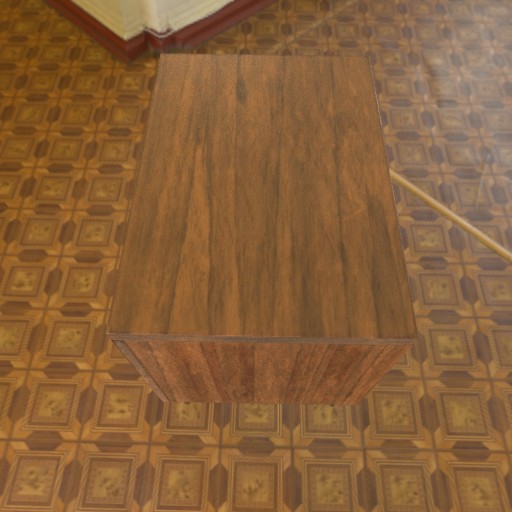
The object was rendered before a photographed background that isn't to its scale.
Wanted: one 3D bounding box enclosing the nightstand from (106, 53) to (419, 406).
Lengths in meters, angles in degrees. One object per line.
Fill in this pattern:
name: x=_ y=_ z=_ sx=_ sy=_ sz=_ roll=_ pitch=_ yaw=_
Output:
nightstand: x=0.000 y=0.000 z=1.027 sx=0.458 sy=0.610 sz=0.610 roll=1 pitch=60 yaw=0
